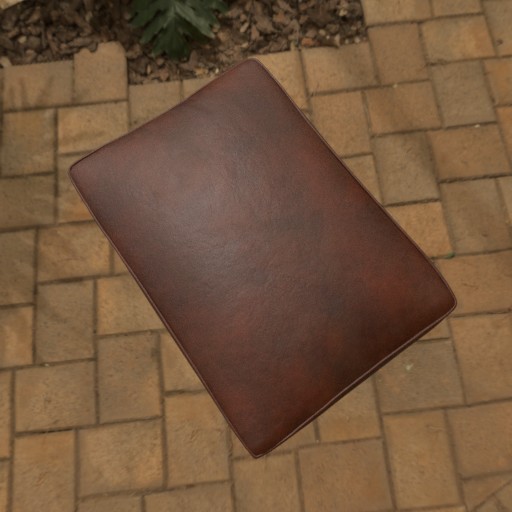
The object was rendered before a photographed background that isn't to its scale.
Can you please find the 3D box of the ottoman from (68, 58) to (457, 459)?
[{"bbox_3d":[0.000,0.000,0.986,0.501,0.432,0.665,-34,78,-9],"label":"ottoman"}]
